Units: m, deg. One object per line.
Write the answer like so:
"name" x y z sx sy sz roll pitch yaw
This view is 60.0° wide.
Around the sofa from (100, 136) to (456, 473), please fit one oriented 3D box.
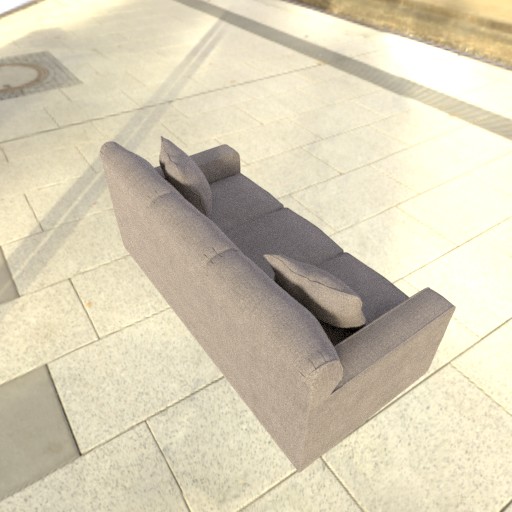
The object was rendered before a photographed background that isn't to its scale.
"sofa" 0.000 0.000 2.621 0.997 0.958 2.024 -26 48 -26
